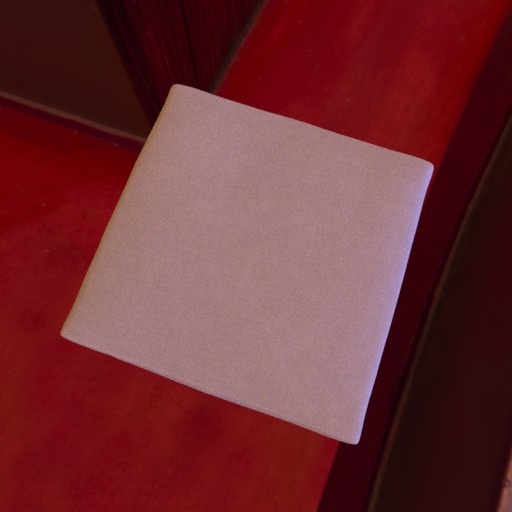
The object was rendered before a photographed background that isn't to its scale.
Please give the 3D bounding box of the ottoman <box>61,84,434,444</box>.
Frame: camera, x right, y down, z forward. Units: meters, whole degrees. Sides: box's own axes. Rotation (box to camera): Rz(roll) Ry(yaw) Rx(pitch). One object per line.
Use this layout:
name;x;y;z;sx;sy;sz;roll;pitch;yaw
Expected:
ottoman;0.000;0.000;1.861;1.203;0.517;1.171;19;76;5
